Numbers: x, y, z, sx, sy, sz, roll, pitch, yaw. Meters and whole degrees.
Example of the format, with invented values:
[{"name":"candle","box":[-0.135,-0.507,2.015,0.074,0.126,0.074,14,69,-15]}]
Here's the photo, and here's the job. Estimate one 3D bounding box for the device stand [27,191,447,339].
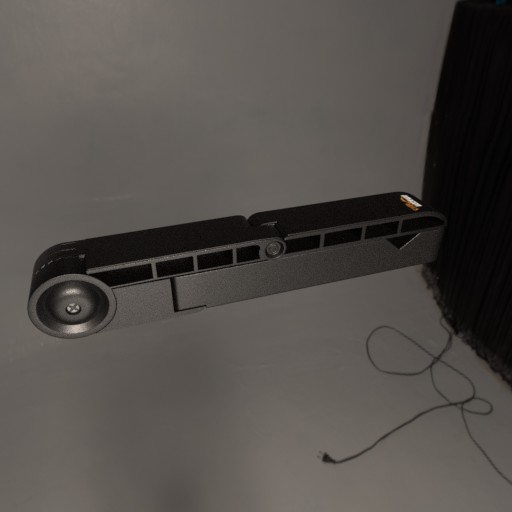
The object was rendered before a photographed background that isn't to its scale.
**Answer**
[{"name":"device stand","box":[0.000,0.000,0.192,0.179,0.030,0.026,-10,34,-16]}]
